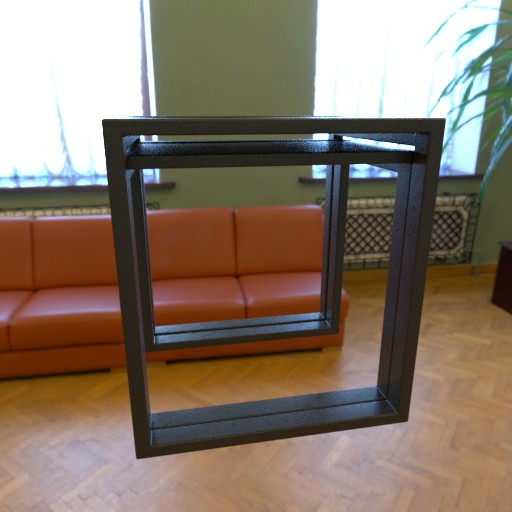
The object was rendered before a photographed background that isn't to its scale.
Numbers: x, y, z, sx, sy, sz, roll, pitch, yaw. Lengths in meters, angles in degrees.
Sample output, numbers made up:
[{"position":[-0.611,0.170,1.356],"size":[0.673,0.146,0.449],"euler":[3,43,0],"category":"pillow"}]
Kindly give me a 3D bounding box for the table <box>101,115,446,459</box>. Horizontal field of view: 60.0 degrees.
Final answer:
[{"position":[0.000,0.000,0.916],"size":[0.500,0.550,0.449],"euler":[-3,18,-11],"category":"table"}]
